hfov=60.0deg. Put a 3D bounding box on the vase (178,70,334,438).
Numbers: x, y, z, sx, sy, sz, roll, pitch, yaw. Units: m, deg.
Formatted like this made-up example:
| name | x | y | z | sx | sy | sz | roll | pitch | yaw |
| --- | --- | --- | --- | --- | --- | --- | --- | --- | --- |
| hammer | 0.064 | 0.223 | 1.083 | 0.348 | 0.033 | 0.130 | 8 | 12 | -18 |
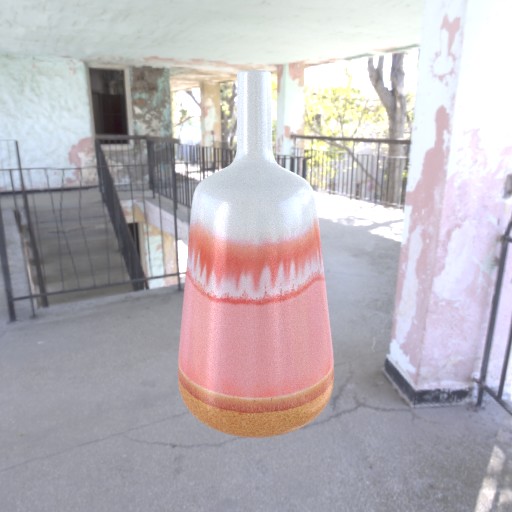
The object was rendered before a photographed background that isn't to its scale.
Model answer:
| name | x | y | z | sx | sy | sz | roll | pitch | yaw |
| --- | --- | --- | --- | --- | --- | --- | --- | --- | --- |
| vase | 0.000 | 0.000 | 0.384 | 0.144 | 0.296 | 0.144 | 0 | 17 | 0 |
